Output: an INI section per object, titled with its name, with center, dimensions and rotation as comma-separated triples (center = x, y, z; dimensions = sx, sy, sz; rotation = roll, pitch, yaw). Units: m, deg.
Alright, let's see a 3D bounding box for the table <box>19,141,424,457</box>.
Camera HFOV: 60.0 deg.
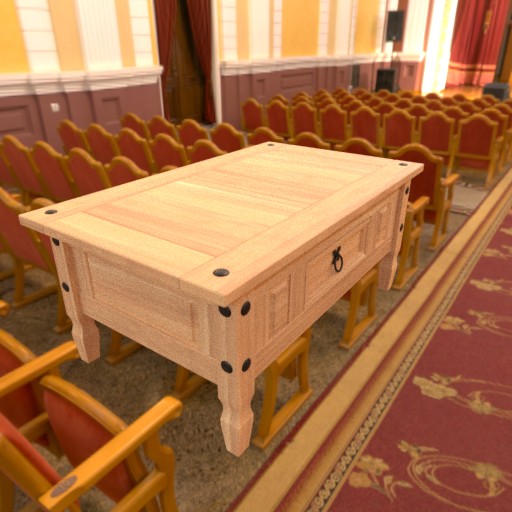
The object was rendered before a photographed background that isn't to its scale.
[table]
center = 0.000, 0.000, 1.297
dimensions = 0.600, 0.437, 1.000
rotation = 17, 31, 32
